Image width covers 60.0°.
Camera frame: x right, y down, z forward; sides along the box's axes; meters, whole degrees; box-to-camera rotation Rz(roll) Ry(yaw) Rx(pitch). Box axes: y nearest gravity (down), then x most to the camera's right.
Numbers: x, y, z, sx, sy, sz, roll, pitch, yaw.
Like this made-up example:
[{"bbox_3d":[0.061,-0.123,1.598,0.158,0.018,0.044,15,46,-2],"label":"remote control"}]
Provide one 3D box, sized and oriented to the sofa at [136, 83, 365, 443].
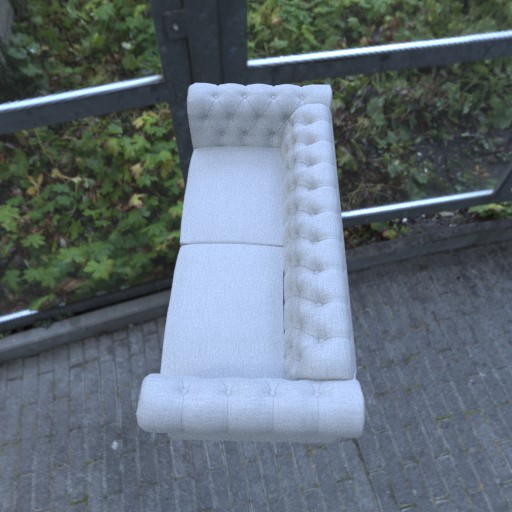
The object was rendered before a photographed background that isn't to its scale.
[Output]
[{"bbox_3d":[0.000,0.000,2.237,0.783,0.797,1.798,1,58,1],"label":"sofa"}]
